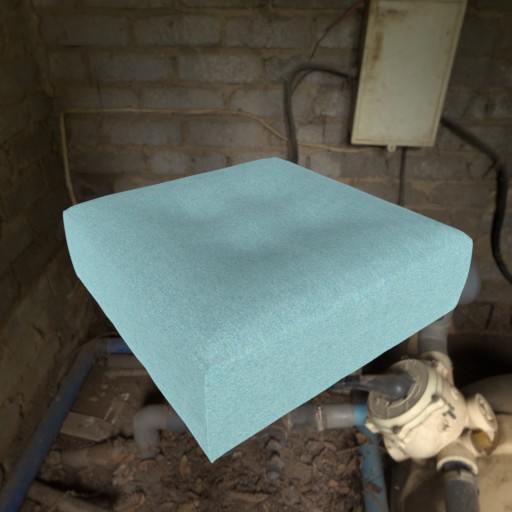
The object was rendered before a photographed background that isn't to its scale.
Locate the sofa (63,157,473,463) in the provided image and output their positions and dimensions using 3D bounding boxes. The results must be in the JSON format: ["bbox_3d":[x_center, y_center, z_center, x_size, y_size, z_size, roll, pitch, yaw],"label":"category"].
[{"bbox_3d":[0.000,0.000,1.439,0.930,0.330,0.930,-21,36,-31],"label":"sofa"}]
